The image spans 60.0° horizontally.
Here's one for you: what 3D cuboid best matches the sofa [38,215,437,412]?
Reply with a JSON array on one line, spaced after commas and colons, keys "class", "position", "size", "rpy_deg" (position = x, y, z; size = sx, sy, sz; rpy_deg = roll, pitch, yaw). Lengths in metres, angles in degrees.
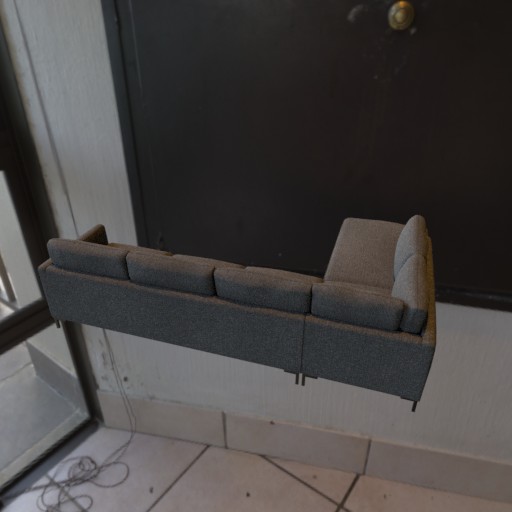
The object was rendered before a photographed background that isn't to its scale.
[{"class": "sofa", "position": [0.000, 0.000, 3.934], "size": [2.949, 0.815, 2.007], "rpy_deg": [9, 32, 15]}]
